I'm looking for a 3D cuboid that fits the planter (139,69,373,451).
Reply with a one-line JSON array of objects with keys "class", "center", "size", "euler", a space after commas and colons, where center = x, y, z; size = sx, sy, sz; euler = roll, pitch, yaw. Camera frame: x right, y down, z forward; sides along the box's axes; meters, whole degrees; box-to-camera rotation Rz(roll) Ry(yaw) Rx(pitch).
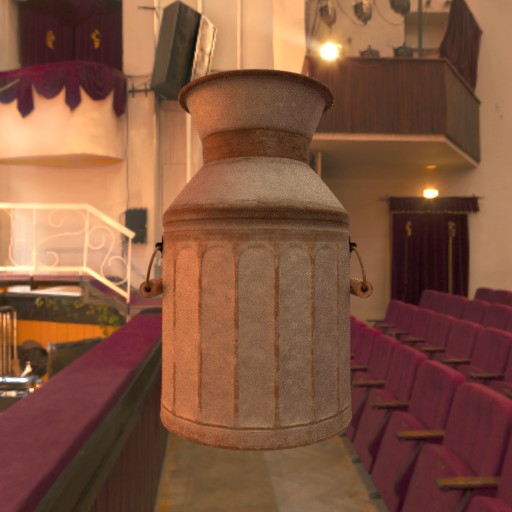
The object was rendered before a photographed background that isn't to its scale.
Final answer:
[{"class": "planter", "center": [0.000, 0.000, 0.509], "size": [0.248, 0.358, 0.215], "euler": [0, 0, 0]}]
